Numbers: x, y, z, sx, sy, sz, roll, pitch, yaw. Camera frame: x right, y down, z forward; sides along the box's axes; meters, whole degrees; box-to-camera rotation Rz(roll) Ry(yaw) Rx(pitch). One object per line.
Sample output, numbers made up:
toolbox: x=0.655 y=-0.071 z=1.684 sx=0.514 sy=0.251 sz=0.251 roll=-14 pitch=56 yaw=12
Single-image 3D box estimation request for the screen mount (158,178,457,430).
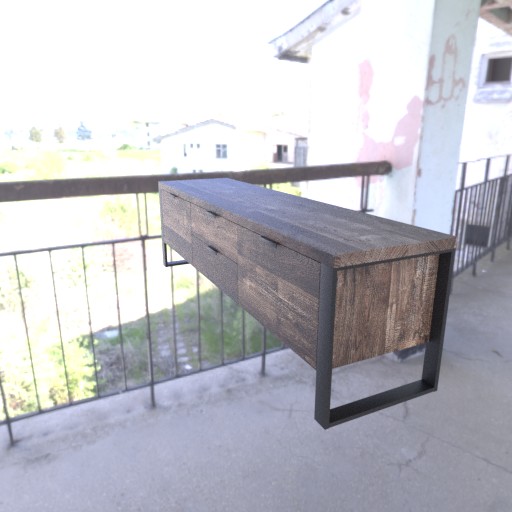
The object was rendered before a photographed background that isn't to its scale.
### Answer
screen mount: x=0.000 y=0.000 z=1.767 sx=0.395 sy=0.450 sz=1.524 roll=-8 pitch=18 yaw=-25
